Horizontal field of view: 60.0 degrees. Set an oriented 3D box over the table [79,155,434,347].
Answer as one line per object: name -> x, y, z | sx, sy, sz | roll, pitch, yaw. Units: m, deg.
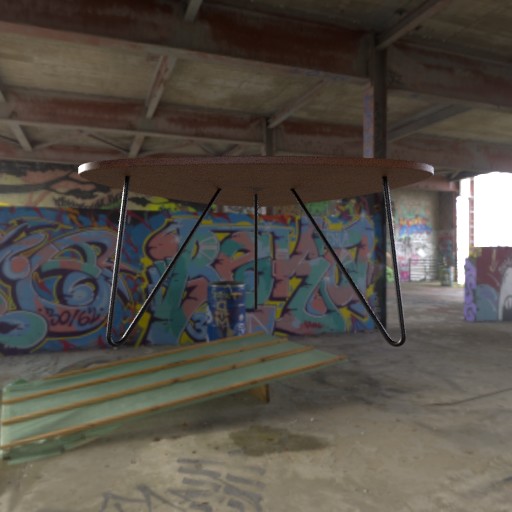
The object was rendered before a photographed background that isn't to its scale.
table -> 0.000, 0.000, 1.306 | 0.833, 0.413, 0.821 | 0, 0, 0
